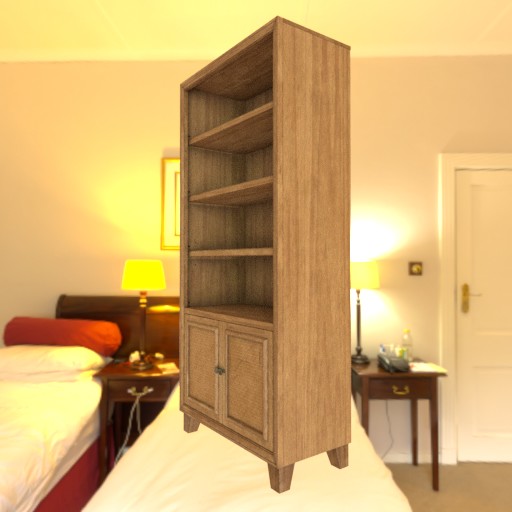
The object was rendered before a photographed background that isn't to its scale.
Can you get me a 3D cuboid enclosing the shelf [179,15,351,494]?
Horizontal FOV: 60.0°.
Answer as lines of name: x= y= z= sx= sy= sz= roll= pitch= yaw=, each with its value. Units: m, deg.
shelf: x=0.000 y=0.000 z=2.249 sx=0.453 sy=1.930 sz=0.864 roll=1 pitch=-1 yaw=-36
